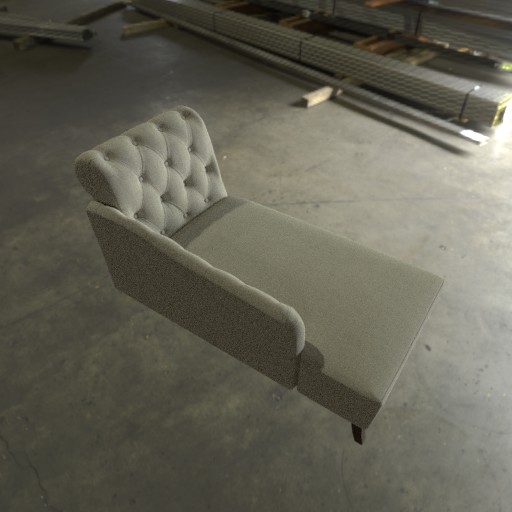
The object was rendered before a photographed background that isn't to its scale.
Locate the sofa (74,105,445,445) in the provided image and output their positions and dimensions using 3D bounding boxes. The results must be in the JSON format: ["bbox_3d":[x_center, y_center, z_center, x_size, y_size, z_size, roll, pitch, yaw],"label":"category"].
[{"bbox_3d":[0.000,0.000,1.821,1.379,0.787,0.675,24,47,25],"label":"sofa"}]
